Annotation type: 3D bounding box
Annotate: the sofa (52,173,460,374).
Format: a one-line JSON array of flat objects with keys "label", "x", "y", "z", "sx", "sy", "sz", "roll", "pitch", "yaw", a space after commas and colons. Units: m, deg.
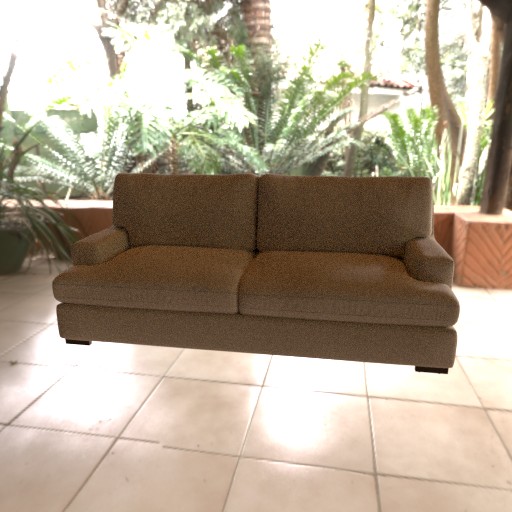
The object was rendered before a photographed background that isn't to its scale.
[{"label": "sofa", "x": 0.000, "y": 0.000, "z": 2.641, "sx": 2.147, "sy": 0.925, "sz": 0.929, "roll": 2, "pitch": 15, "yaw": 9}]
